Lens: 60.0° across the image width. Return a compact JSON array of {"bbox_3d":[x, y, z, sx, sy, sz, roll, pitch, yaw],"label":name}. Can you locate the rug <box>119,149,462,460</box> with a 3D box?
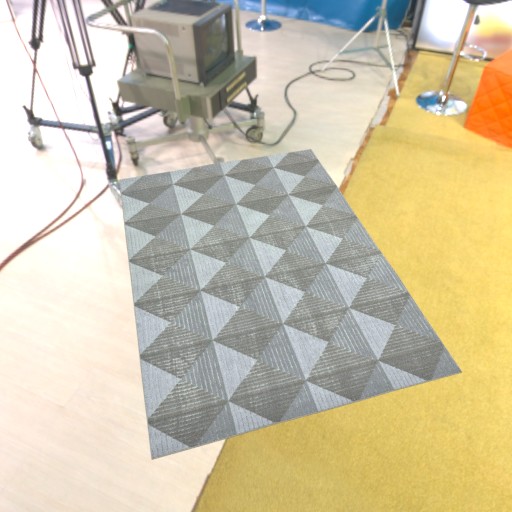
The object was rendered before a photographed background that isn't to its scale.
[{"bbox_3d":[0.000,0.000,4.366,2.428,0.027,3.333,-11,47,-11],"label":"rug"}]
